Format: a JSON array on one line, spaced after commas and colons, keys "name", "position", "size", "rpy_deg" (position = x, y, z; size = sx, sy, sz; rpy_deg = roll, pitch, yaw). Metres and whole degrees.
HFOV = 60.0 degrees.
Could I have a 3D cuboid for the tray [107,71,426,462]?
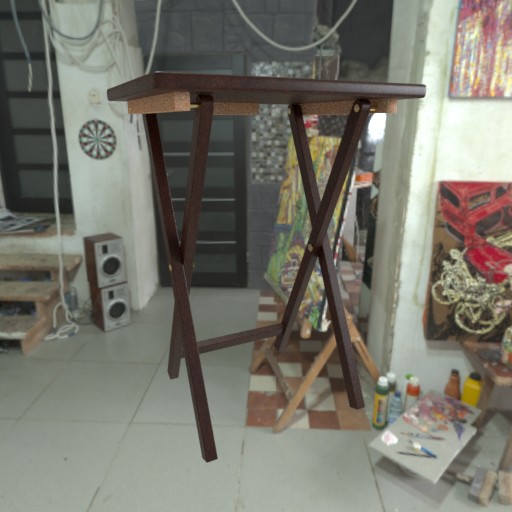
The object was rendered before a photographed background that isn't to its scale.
[{"name": "tray", "position": [0.000, 0.000, 0.925], "size": [0.483, 0.660, 0.381], "rpy_deg": [-8, 19, -26]}]
